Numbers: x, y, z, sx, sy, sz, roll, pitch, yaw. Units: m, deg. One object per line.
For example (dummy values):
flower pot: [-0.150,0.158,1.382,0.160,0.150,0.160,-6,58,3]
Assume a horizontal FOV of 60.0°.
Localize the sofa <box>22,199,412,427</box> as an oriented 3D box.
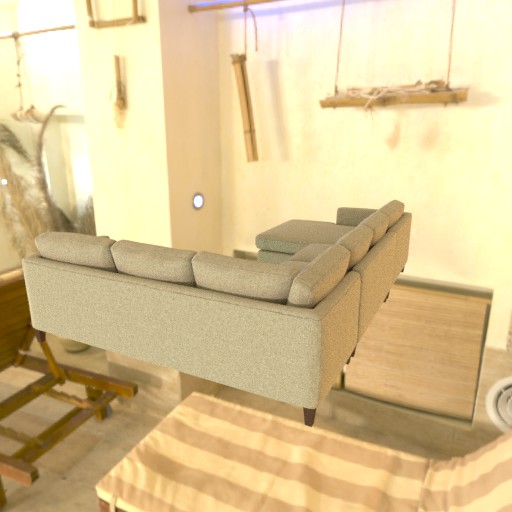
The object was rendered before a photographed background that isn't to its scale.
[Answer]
sofa: [0.000,0.000,4.564,2.593,0.959,3.460,8,18,26]
